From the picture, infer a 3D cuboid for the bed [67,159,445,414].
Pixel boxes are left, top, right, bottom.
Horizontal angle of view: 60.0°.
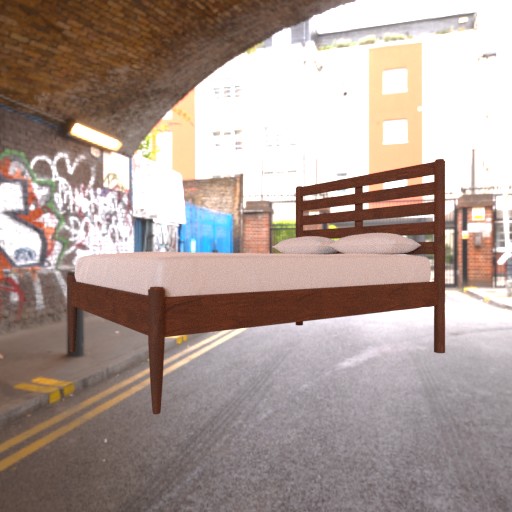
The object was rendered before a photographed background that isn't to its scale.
[{"bbox_3d":[0.000,0.000,2.999,2.093,1.304,1.509,0,0,-35],"label":"bed"}]
